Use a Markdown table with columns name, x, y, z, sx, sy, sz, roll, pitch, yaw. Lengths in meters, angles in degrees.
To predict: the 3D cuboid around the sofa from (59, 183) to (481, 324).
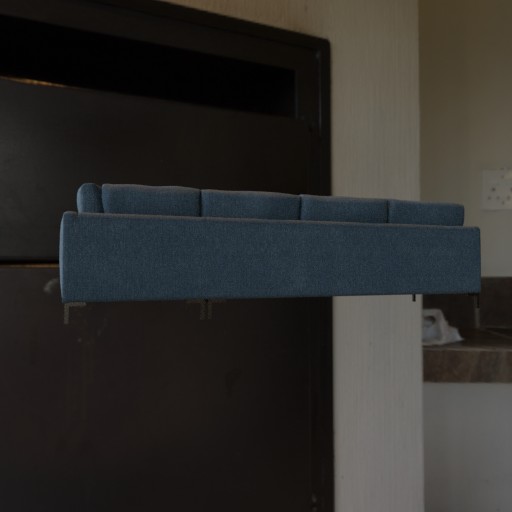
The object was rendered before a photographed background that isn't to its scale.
| name | x | y | z | sx | sy | sz | roll | pitch | yaw |
| --- | --- | --- | --- | --- | --- | --- | --- | --- | --- |
| sofa | 0.000 | 0.000 | 3.806 | 2.949 | 0.815 | 2.007 | 0 | -1 | -18 |
